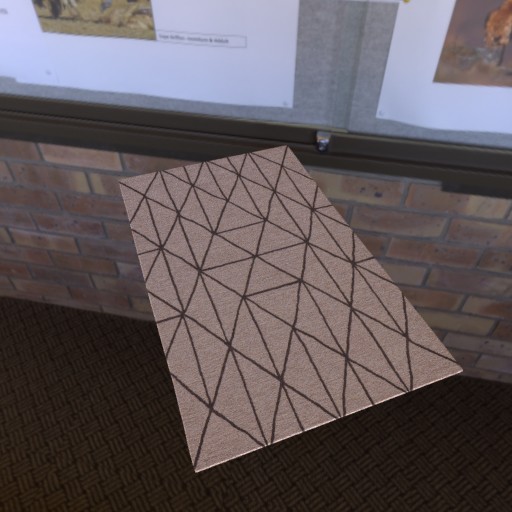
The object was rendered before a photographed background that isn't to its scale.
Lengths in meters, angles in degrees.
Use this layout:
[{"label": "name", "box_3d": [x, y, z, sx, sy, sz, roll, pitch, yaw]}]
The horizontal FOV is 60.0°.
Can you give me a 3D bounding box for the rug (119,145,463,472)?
[{"label": "rug", "box_3d": [0.000, 0.000, 3.070, 1.526, 0.008, 2.465, -15, 47, -14]}]
